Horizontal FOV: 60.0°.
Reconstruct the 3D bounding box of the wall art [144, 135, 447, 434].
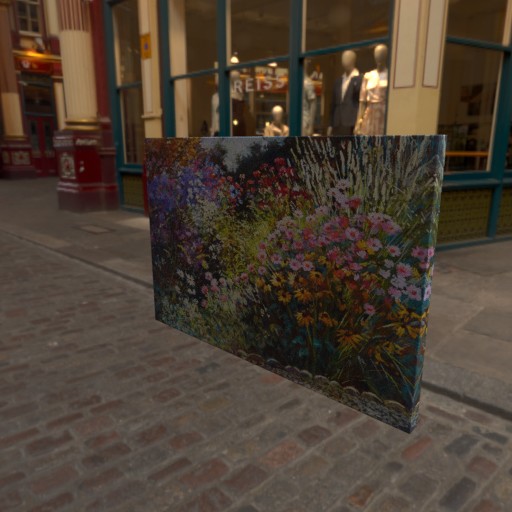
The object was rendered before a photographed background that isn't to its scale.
[{"bbox_3d":[0.000,0.000,1.163,0.908,0.604,0.037,13,19,41],"label":"wall art"}]
